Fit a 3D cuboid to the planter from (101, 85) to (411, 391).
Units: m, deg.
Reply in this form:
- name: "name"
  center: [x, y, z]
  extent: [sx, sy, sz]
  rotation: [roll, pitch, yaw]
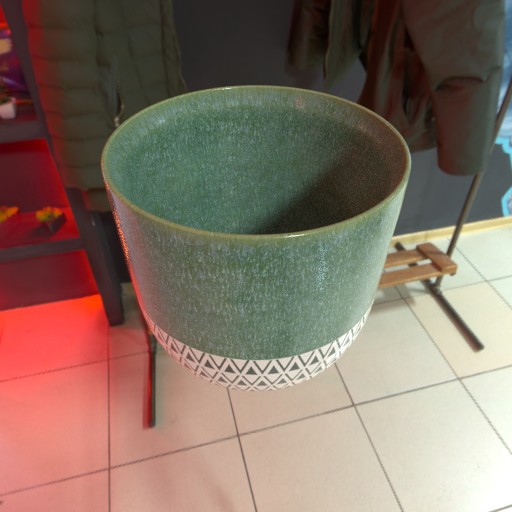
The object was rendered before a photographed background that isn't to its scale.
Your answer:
- name: "planter"
  center: [0.000, 0.000, 0.480]
  extent: [0.266, 0.270, 0.266]
  rotation: [0, 42, 0]
